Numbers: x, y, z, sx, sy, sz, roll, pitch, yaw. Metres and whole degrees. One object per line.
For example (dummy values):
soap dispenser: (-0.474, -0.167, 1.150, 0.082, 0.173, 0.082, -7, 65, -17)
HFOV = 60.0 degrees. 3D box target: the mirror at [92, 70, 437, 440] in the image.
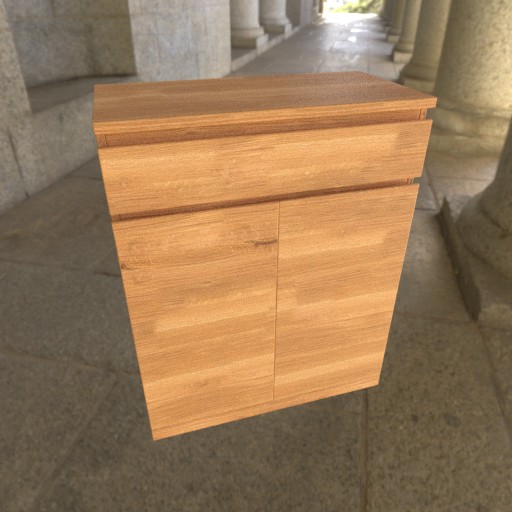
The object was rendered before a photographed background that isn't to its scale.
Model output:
mirror: (0.000, 0.000, 1.403, 0.800, 1.000, 0.400, -9, 33, -14)
